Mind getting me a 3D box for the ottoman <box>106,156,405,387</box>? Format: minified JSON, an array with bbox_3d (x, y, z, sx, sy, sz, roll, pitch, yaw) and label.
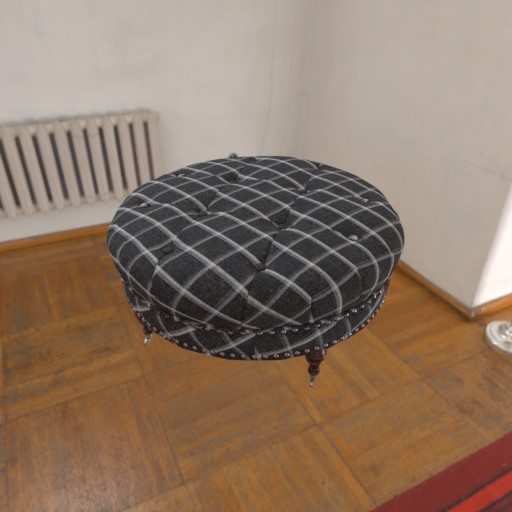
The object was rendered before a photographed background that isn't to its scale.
[{"bbox_3d":[0.000,0.000,1.452,0.901,0.439,0.901,0,32,0],"label":"ottoman"}]
